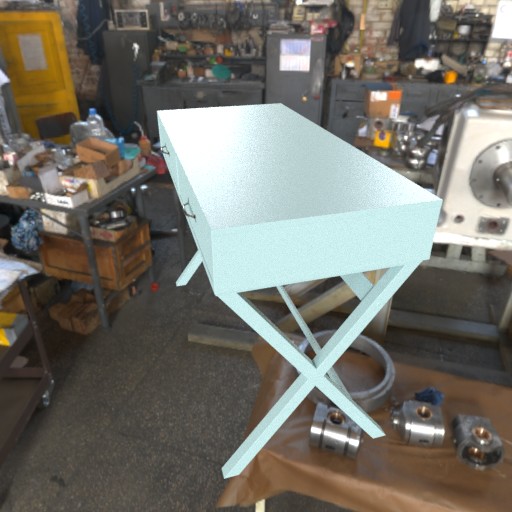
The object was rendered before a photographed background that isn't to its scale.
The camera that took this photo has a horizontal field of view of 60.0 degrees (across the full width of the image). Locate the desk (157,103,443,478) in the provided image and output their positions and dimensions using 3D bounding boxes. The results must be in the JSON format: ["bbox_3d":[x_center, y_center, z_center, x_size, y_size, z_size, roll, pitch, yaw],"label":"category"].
[{"bbox_3d":[0.000,0.000,1.519,0.525,0.780,1.057,-8,31,-14],"label":"desk"}]
